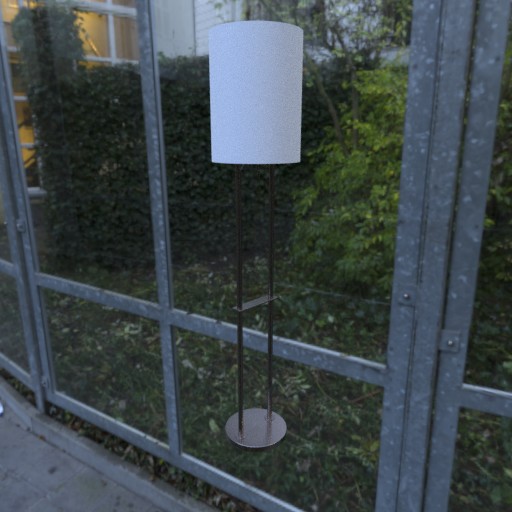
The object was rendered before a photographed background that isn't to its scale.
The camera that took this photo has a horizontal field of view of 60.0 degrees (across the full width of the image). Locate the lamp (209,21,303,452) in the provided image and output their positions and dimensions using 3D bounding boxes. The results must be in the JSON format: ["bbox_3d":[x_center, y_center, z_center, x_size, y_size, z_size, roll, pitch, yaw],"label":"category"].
[{"bbox_3d":[0.000,0.000,1.631,0.305,1.500,0.306,15,21,43],"label":"lamp"}]
